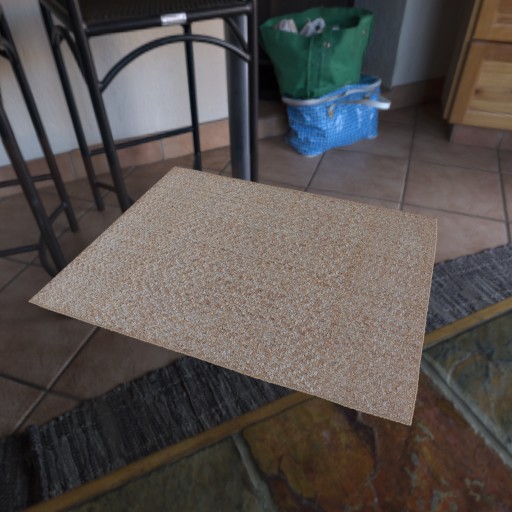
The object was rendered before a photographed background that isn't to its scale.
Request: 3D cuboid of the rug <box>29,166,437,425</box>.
[{"bbox_3d":[0.000,0.000,4.049,3.048,0.013,2.439,14,42,16],"label":"rug"}]
